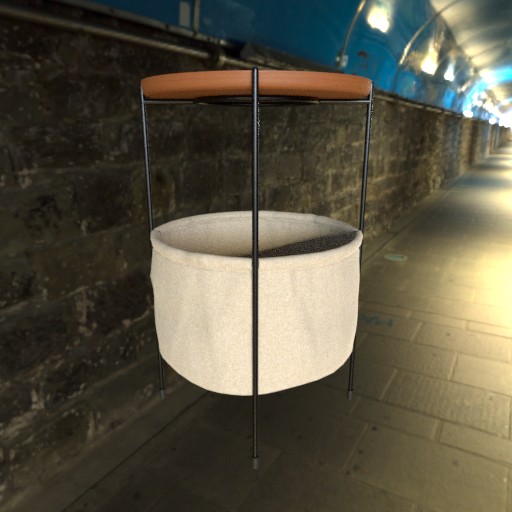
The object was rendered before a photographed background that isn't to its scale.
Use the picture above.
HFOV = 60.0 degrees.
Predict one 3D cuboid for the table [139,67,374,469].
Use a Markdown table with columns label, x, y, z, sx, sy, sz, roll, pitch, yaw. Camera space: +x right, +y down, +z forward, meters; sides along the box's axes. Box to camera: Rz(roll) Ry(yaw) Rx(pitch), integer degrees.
| label | x | y | z | sx | sy | sz | roll | pitch | yaw |
| --- | --- | --- | --- | --- | --- | --- | --- | --- | --- |
| table | 0.000 | 0.000 | 0.850 | 0.393 | 0.623 | 0.393 | -15 | 22 | -42 |
